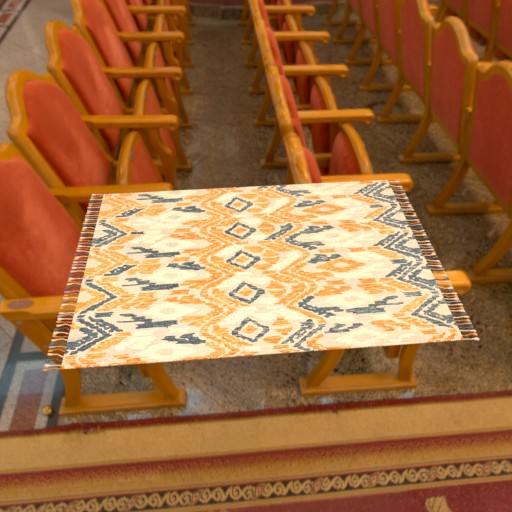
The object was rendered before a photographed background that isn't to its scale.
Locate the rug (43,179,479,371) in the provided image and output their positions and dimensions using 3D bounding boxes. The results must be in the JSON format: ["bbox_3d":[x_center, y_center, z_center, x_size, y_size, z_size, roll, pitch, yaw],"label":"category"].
[{"bbox_3d":[0.000,0.000,2.970,2.428,0.010,1.533,-3,46,-3],"label":"rug"}]
